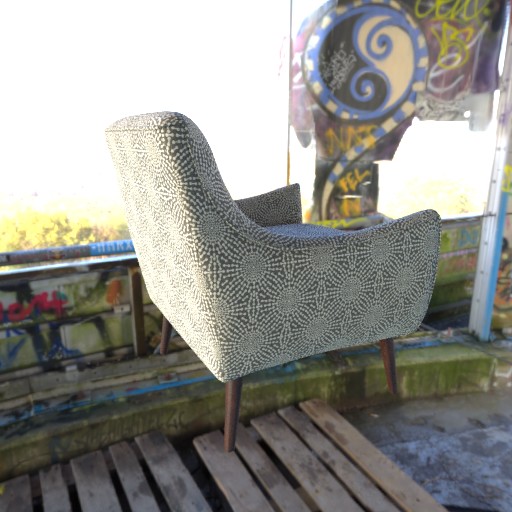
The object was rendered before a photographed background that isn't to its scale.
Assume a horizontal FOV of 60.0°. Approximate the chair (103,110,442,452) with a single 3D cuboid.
[{"bbox_3d":[0.000,0.000,1.389,0.787,0.838,0.762,-8,17,-27],"label":"chair"}]
